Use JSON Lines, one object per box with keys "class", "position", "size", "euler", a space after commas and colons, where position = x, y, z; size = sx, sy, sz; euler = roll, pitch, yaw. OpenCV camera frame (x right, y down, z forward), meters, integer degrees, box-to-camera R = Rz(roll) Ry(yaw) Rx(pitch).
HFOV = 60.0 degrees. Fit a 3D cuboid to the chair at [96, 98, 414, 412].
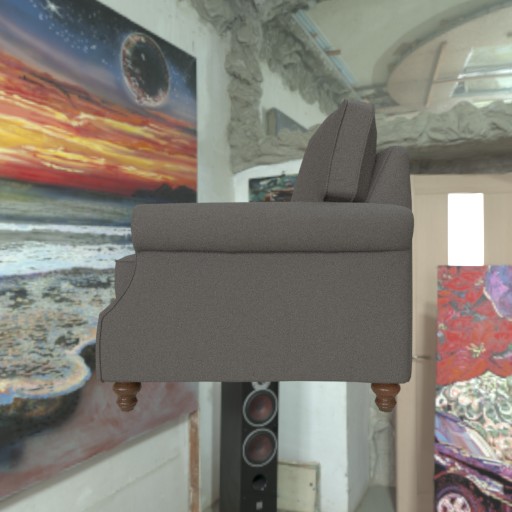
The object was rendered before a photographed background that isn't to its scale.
{"class": "chair", "position": [0.000, 0.000, 1.742], "size": [0.966, 0.967, 1.029], "euler": [0, 0, 0]}
